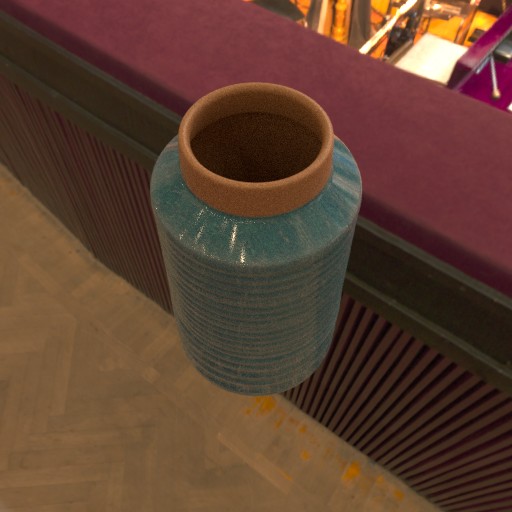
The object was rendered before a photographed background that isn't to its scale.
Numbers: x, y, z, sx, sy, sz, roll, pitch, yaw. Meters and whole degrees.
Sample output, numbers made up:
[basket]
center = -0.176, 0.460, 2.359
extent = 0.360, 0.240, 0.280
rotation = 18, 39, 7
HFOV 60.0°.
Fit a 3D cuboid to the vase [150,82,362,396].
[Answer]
[vase]
center = 0.000, 0.000, 0.368
extent = 0.163, 0.267, 0.163
rotation = 0, 57, 0
